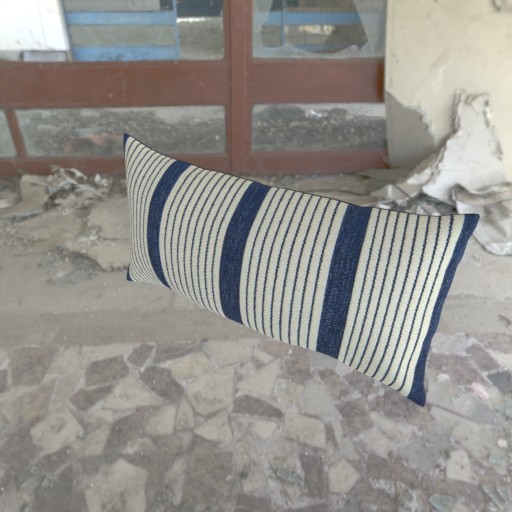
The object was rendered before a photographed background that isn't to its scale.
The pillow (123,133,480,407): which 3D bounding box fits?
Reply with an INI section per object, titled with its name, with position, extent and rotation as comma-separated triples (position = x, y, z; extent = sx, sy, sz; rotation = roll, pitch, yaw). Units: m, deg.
[pillow]
position = 0.000, 0.000, 0.722
extent = 0.608, 0.292, 0.156
rotation = 19, 36, 27
